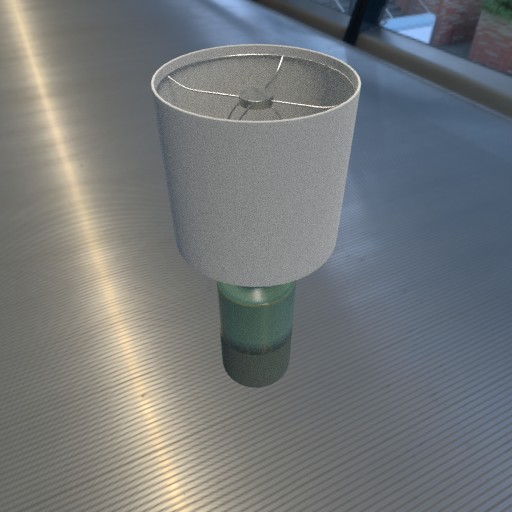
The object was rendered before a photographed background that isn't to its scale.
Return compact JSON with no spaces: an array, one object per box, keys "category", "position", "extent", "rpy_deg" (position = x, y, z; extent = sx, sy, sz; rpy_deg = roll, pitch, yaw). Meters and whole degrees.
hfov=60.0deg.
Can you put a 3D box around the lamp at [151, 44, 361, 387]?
[{"category":"lamp","position":[0.000,0.000,0.617],"extent":[0.212,0.493,0.212],"rpy_deg":[13,43,14]}]
